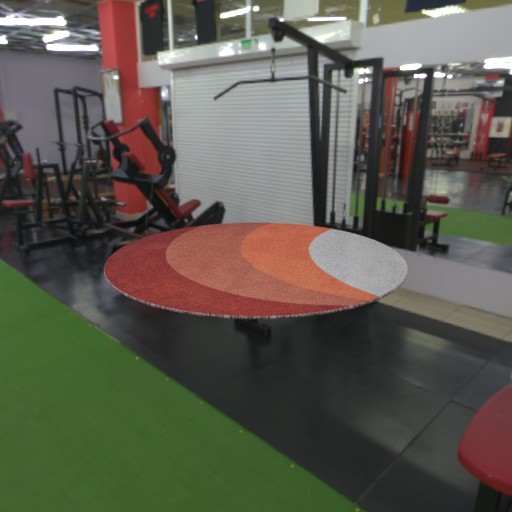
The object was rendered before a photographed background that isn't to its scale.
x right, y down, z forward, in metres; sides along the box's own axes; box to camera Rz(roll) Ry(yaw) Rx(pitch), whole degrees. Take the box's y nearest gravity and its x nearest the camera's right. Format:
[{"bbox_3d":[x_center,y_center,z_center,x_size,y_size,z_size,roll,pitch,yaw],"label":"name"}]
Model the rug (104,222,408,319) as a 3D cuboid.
[{"bbox_3d":[0.000,0.000,2.320,1.514,0.015,1.514,0,17,0],"label":"rug"}]
